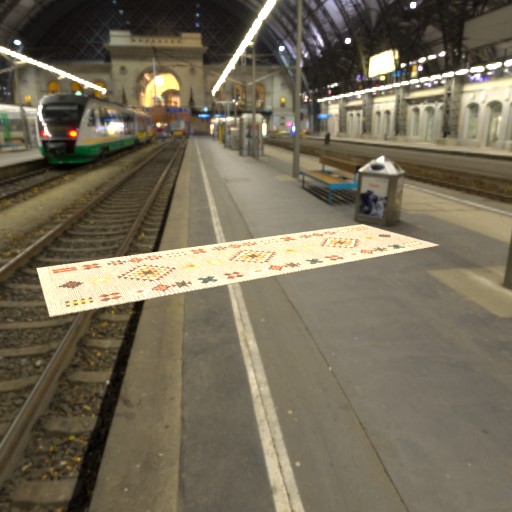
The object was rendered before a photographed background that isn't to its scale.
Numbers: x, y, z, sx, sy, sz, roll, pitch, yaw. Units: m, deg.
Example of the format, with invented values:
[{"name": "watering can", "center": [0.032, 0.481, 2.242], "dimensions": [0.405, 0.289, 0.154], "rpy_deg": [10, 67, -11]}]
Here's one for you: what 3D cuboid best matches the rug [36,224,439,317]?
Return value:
[{"name": "rug", "center": [0.000, 0.000, 2.768], "dimensions": [2.432, 0.008, 0.766], "rpy_deg": [-9, 18, -28]}]
